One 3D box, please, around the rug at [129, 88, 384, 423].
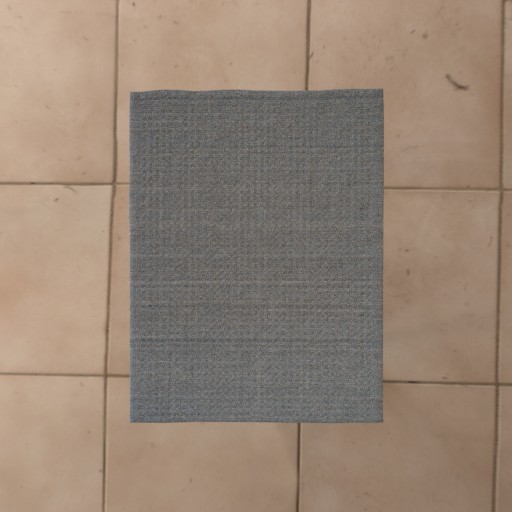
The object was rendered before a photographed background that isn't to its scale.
[{"bbox_3d":[0.000,0.000,4.247,2.443,0.007,3.200,0,90,1],"label":"rug"}]
